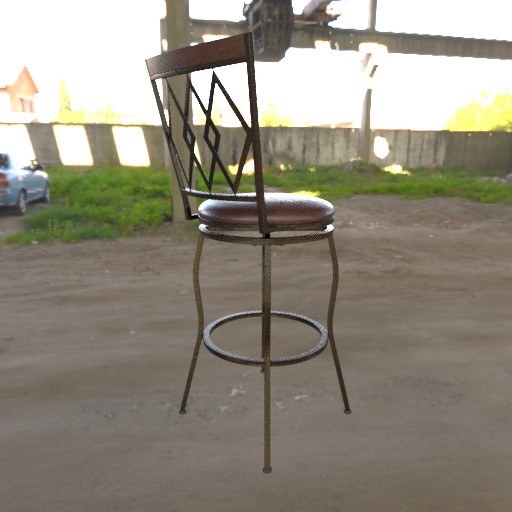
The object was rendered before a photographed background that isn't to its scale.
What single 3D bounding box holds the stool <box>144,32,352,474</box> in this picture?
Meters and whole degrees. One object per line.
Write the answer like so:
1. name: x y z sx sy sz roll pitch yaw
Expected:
1. stool: 0.000 0.000 1.375 0.432 1.134 0.521 13 19 43
